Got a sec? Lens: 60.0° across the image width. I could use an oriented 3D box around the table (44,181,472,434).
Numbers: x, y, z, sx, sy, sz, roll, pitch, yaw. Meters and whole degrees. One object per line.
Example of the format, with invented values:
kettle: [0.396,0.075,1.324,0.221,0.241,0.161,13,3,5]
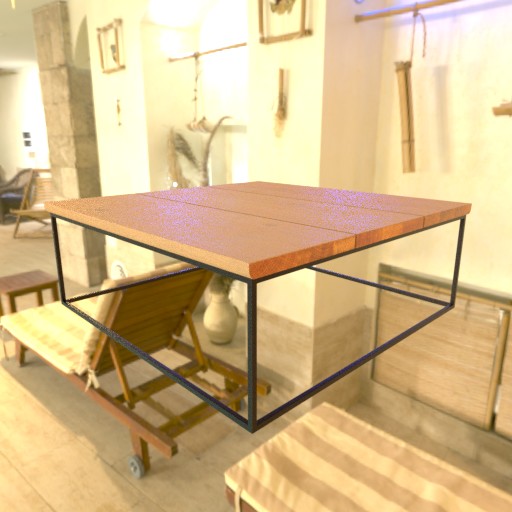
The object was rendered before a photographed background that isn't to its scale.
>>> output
table: [0.000,0.000,1.663,1.100,0.400,1.100,-14,21,-42]
